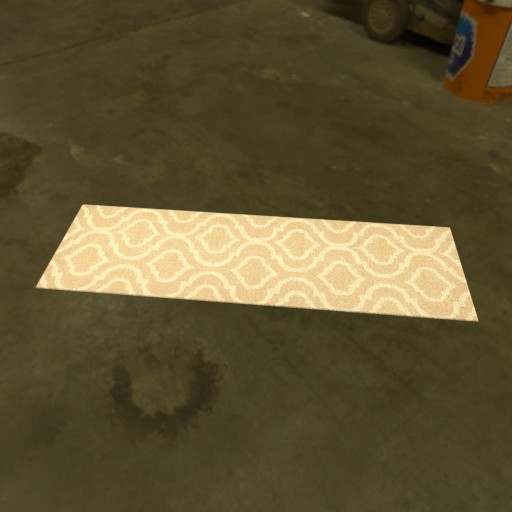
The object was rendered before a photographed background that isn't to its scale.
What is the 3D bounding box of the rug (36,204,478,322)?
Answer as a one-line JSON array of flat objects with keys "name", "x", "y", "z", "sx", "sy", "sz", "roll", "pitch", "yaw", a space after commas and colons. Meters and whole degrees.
[{"name": "rug", "x": 0.000, "y": 0.000, "z": 2.520, "sx": 2.289, "sy": 0.013, "sz": 0.691, "roll": 4, "pitch": 46, "yaw": 4}]
